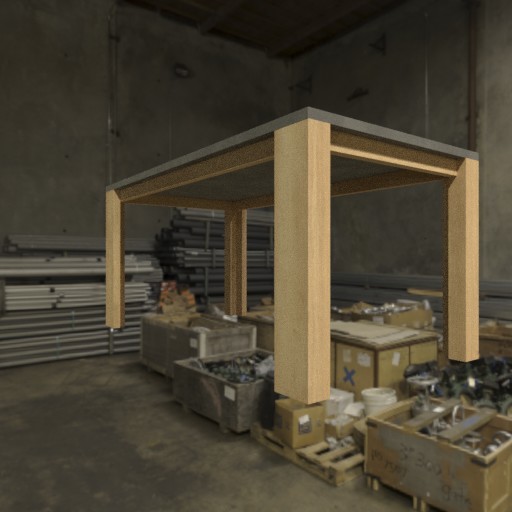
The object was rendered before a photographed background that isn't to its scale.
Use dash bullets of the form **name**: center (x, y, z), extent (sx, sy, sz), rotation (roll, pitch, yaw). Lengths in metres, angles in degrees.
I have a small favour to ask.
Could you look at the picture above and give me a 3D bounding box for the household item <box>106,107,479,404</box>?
- **household item**: center (0.000, 0.000, 2.018), extent (0.850, 0.755, 1.600), rotation (0, 0, -36)
